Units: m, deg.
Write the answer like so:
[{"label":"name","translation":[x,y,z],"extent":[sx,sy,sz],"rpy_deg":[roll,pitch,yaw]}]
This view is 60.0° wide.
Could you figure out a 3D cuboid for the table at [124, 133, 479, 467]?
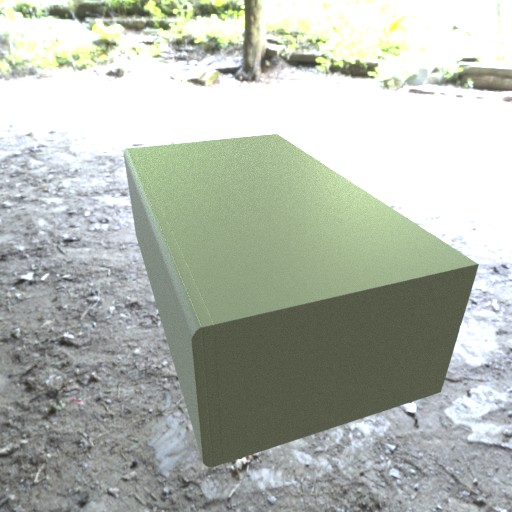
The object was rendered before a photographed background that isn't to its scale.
[{"label":"table","translation":[0.000,0.000,1.393],"extent":[0.639,0.442,1.097],"rpy_deg":[-11,32,-17]}]
